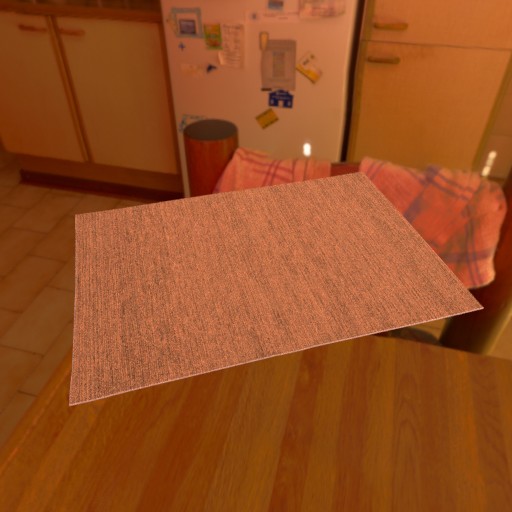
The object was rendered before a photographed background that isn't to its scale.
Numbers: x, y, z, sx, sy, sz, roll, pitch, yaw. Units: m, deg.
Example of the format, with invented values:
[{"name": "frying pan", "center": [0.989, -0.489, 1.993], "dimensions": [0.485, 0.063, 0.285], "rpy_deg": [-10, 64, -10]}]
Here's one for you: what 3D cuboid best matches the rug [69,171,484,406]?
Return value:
[{"name": "rug", "center": [0.000, 0.000, 2.945], "dimensions": [2.338, 0.030, 1.616], "rpy_deg": [-10, 42, -12]}]
